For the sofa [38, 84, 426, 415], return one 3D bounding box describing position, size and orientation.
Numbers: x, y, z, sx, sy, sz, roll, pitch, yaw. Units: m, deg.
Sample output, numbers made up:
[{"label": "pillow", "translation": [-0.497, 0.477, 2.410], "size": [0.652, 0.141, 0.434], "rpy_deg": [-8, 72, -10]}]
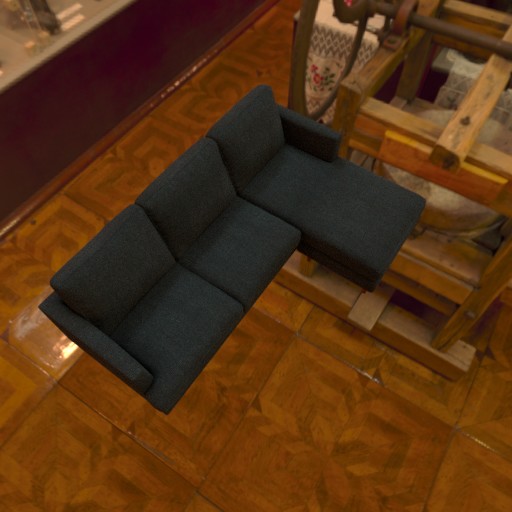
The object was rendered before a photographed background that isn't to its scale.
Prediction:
[{"label": "sofa", "translation": [0.000, 0.000, 2.949], "size": [1.504, 0.956, 2.233], "rpy_deg": [31, 63, 17]}]
